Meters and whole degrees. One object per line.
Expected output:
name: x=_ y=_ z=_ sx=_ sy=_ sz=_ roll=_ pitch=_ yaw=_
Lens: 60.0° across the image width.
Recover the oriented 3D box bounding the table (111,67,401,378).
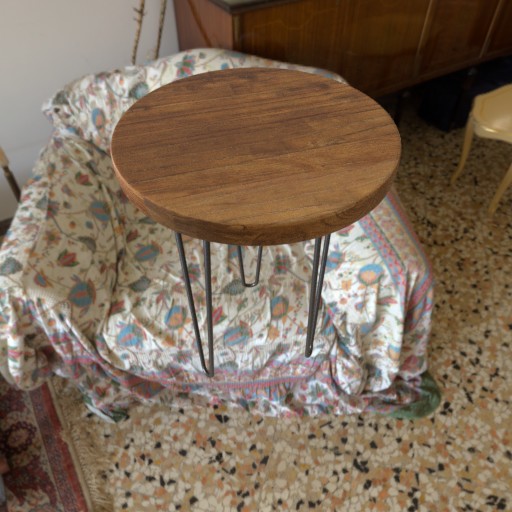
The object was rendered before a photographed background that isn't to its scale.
table: x=0.000 y=0.000 z=0.809 sx=0.400 sy=0.520 sz=0.400 roll=0 pitch=47 yaw=0
